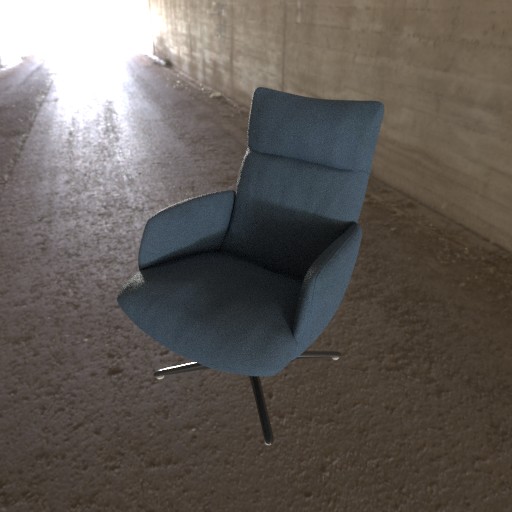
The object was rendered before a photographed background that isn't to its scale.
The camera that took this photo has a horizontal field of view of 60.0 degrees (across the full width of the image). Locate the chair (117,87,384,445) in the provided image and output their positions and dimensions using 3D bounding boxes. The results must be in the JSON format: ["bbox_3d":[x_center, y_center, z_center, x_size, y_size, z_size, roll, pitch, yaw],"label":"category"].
[{"bbox_3d":[0.000,0.000,1.609,0.711,1.016,0.889,19,35,30],"label":"chair"}]
